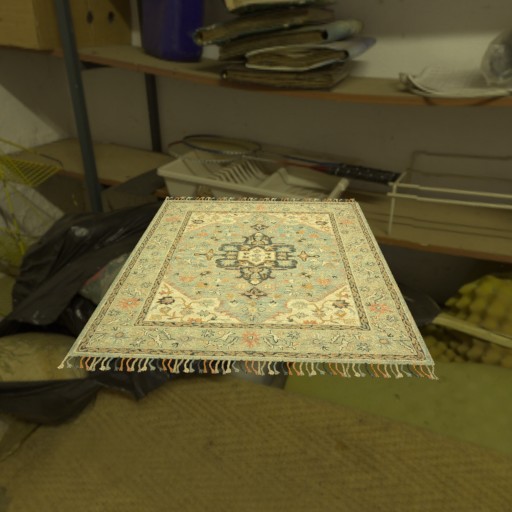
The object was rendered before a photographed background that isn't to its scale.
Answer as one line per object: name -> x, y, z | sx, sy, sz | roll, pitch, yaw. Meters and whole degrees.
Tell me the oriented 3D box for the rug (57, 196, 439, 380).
rug -> 0.000, 0.000, 3.436 | 1.971, 0.010, 2.651 | 1, 27, 2
